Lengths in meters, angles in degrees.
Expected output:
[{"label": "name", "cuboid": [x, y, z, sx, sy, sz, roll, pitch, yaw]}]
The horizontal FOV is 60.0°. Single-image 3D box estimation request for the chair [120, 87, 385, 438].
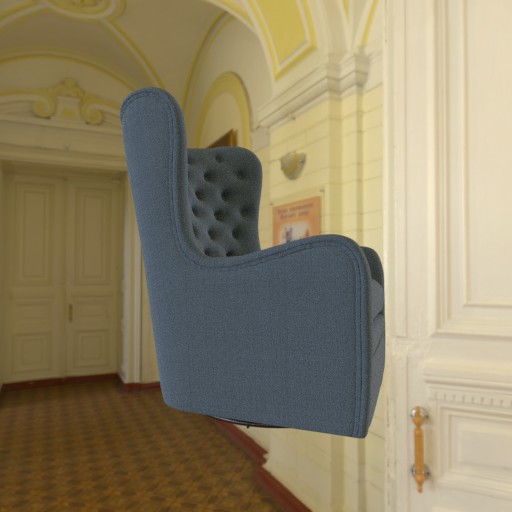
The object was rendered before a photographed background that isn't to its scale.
[{"label": "chair", "cuboid": [0.000, 0.000, 1.711, 0.930, 1.079, 0.831, 0, -1, 19]}]
